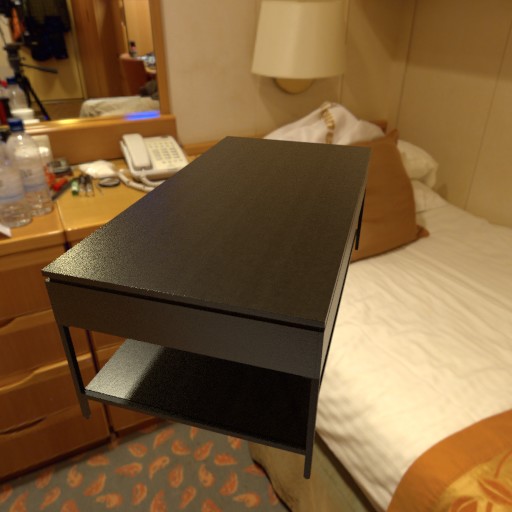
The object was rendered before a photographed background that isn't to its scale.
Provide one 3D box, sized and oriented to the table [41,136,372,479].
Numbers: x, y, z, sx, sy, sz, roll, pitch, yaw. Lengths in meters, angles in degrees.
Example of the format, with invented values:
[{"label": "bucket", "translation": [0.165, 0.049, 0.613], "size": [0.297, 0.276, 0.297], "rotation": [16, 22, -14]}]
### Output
[{"label": "table", "translation": [0.000, 0.000, 1.382], "size": [0.574, 0.435, 1.095], "rotation": [8, 31, 15]}]
